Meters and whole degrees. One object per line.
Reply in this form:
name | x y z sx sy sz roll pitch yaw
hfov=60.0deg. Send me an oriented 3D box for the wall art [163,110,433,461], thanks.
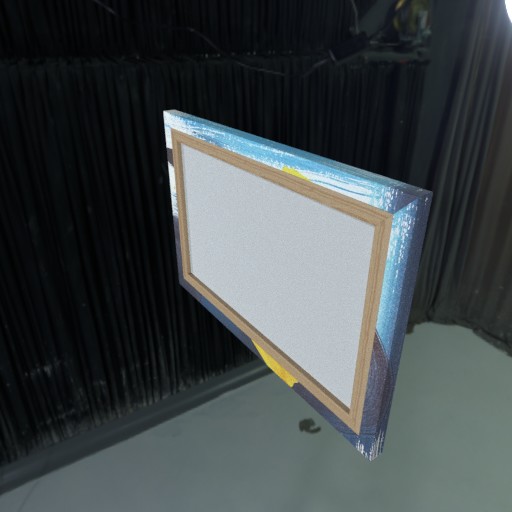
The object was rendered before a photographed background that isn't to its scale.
wall art | 0.000 0.000 1.163 0.039 0.610 0.914 -18 33 -31
